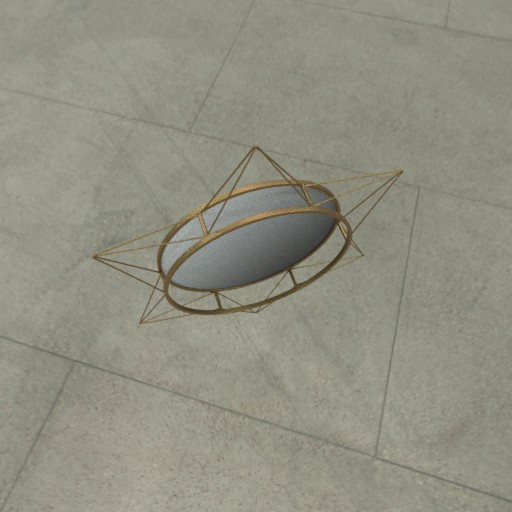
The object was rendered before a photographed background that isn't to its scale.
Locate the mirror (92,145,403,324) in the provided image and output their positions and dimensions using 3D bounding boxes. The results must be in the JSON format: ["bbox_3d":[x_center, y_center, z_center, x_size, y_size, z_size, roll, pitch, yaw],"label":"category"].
[{"bbox_3d":[0.000,0.000,0.802,0.498,0.581,0.062,-16,63,-8],"label":"mirror"}]
